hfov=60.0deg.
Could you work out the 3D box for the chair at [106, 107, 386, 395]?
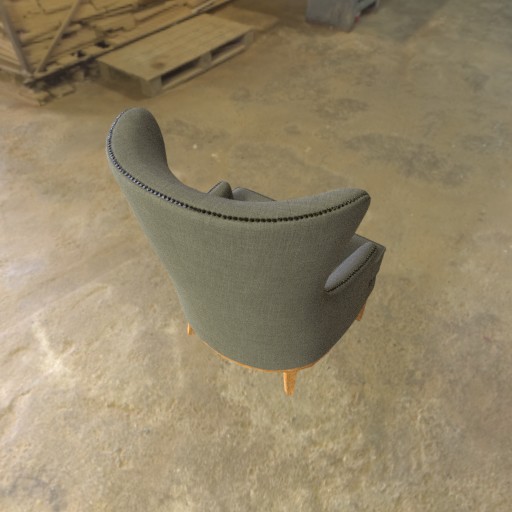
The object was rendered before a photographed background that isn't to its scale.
[{"bbox_3d":[0.000,0.000,1.797,0.864,1.176,0.883,26,51,23],"label":"chair"}]
